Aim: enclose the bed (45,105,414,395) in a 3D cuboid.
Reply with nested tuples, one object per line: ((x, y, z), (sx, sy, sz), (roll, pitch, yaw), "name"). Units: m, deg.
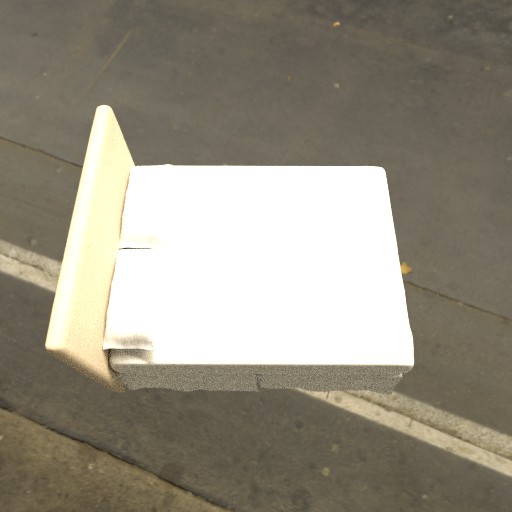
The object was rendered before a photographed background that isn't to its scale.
((0.000, 0.000, 3.152), (2.142, 1.330, 1.723), (0, 64, 0), "bed")
